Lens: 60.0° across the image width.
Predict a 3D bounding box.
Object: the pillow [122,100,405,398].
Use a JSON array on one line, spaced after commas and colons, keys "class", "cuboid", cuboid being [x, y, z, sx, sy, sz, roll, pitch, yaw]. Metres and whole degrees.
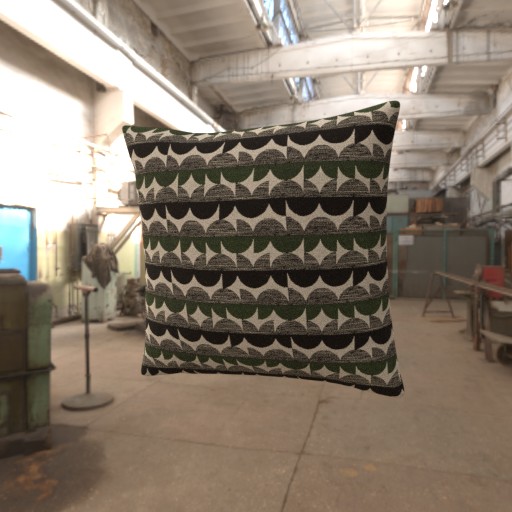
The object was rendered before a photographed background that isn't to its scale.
[{"class": "pillow", "cuboid": [0.000, 0.000, 0.655, 0.419, 0.404, 0.180, 0, 1, 17]}]
